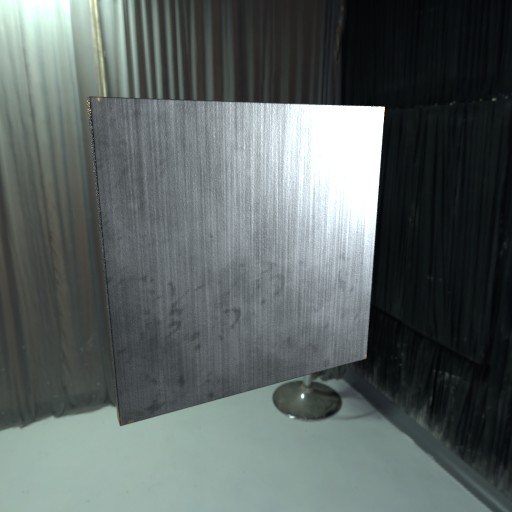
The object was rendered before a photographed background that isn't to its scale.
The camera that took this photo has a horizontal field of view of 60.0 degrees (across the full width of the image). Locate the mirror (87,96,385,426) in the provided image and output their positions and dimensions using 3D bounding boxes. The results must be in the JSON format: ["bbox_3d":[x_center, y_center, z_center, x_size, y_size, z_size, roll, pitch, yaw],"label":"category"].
[{"bbox_3d":[0.000,0.000,0.581,0.382,0.381,0.020,-7,17,-25],"label":"mirror"}]
